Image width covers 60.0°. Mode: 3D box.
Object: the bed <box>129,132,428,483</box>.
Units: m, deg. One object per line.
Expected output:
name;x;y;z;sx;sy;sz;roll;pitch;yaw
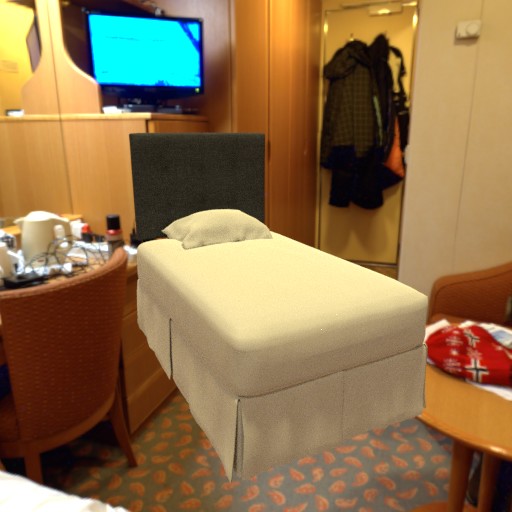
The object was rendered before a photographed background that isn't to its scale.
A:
bed;0.000;0.000;2.938;1.261;1.571;1.997;-8;18;-26
